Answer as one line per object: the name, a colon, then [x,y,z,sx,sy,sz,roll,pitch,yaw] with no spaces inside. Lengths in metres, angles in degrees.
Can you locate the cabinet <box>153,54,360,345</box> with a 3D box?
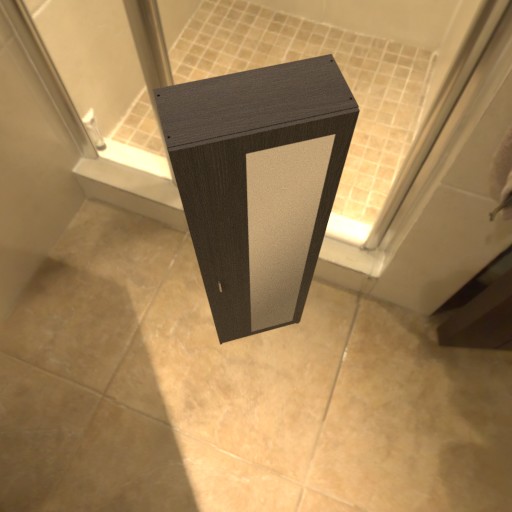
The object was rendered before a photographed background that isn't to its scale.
cabinet: [0.000,0.000,1.948,0.500,1.790,0.230,-14,64,-7]
